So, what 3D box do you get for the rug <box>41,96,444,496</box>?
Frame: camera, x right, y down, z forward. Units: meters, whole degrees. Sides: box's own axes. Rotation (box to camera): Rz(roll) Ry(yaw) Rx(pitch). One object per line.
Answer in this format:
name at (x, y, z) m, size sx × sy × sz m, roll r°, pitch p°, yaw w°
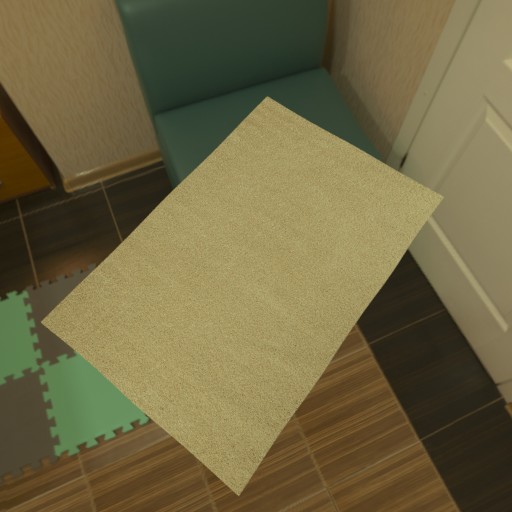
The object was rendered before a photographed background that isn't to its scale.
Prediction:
rug at (0.000, 0.000, 3.392) m, size 1.800 × 0.025 × 2.699 m, roll 35°, pitch 69°, yaw 15°
